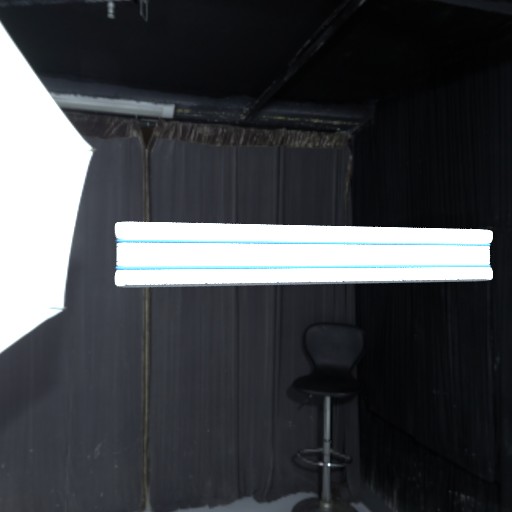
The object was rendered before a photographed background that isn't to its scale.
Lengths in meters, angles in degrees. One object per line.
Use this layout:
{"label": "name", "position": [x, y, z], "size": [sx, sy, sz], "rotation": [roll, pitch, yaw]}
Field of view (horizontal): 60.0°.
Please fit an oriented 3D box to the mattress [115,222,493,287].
{"label": "mattress", "position": [0.000, 0.000, 2.694], "size": [1.600, 0.230, 2.000], "rotation": [0, 0, -17]}
